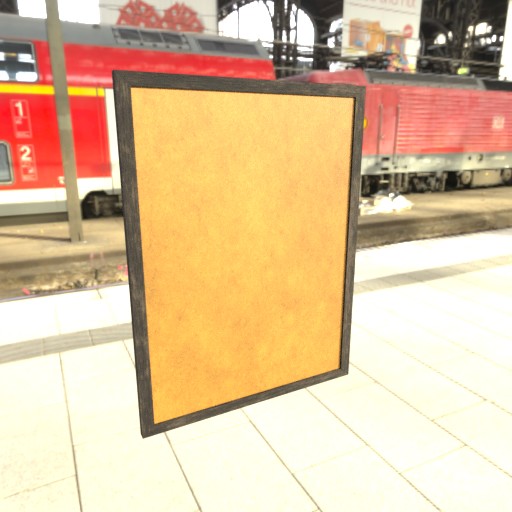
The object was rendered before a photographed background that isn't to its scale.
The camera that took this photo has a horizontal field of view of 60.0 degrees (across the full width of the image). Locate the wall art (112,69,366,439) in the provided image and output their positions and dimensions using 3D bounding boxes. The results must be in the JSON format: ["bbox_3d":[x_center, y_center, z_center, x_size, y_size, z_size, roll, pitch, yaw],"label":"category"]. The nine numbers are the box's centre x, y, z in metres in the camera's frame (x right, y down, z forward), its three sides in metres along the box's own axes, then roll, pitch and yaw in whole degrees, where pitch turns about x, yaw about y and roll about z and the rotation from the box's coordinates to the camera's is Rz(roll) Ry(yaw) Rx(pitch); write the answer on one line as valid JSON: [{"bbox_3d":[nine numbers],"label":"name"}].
[{"bbox_3d":[0.000,0.000,1.432,0.812,1.066,0.029,-8,17,-27],"label":"wall art"}]
